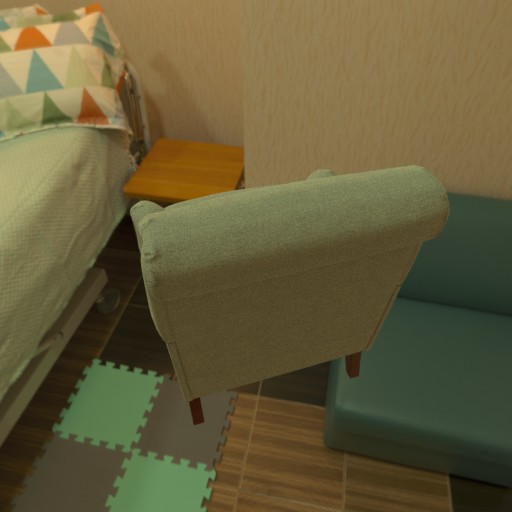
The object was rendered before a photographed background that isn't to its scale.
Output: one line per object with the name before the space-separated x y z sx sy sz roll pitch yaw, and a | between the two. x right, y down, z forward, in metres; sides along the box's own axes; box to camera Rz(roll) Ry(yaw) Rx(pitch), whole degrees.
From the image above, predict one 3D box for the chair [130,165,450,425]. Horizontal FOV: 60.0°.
chair | 0.000 0.000 1.925 0.964 1.178 1.060 -12 44 -13
